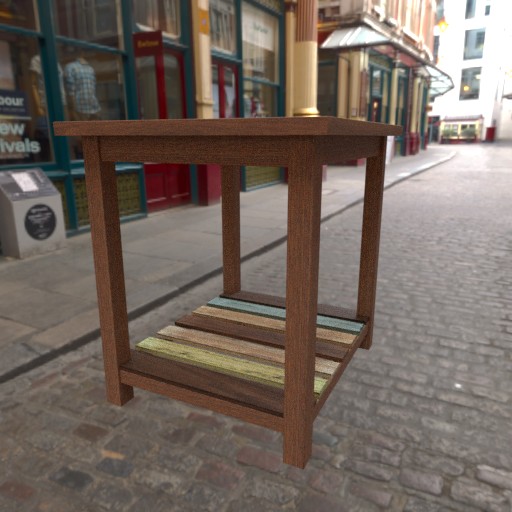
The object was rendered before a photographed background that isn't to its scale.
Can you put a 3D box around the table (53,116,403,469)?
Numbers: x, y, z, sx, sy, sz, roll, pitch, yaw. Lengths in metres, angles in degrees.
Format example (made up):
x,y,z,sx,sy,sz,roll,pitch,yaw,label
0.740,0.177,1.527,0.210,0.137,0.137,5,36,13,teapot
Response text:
x,y,z,sx,sy,sz,roll,pitch,yaw,label
0.000,0.000,1.115,0.559,0.635,0.660,7,17,26,table
